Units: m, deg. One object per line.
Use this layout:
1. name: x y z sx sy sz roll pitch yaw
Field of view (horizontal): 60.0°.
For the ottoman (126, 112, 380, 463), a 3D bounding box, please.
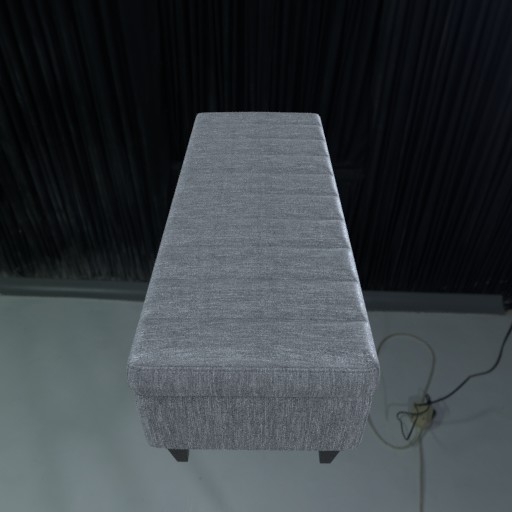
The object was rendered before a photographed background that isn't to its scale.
1. ottoman: 0.000 0.000 1.362 0.482 0.469 1.151 0 40 1
